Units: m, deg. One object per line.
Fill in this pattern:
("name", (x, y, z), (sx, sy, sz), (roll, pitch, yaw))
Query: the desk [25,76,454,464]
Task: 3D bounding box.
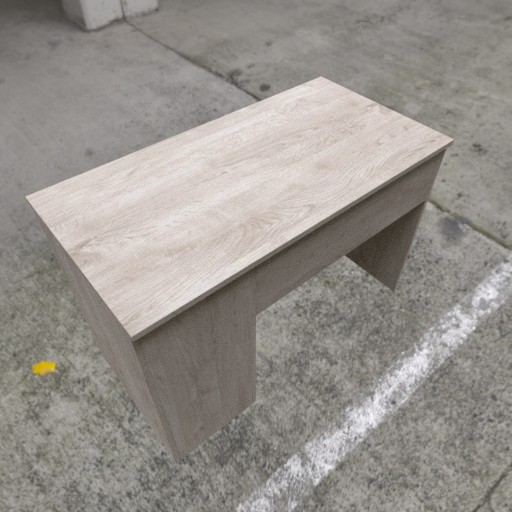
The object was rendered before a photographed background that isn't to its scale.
("desk", (0.000, 0.000, 1.512), (1.097, 0.735, 0.560), (-31, 54, -26))
